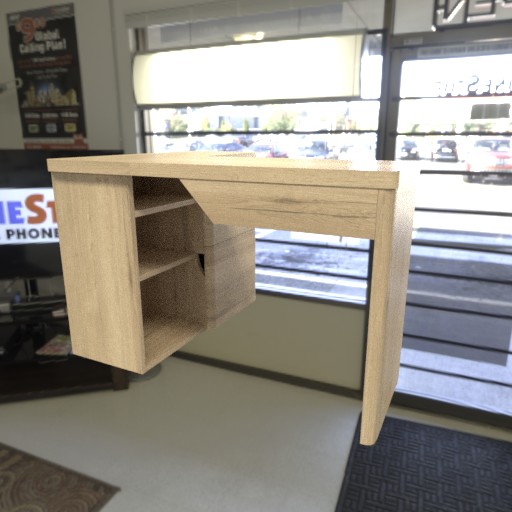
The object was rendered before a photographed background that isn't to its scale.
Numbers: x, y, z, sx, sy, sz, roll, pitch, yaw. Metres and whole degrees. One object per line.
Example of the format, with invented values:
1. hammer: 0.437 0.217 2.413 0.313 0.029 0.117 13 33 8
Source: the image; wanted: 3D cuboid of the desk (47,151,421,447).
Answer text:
1. desk: 0.000 0.000 1.743 1.169 0.760 0.900 8 17 25
